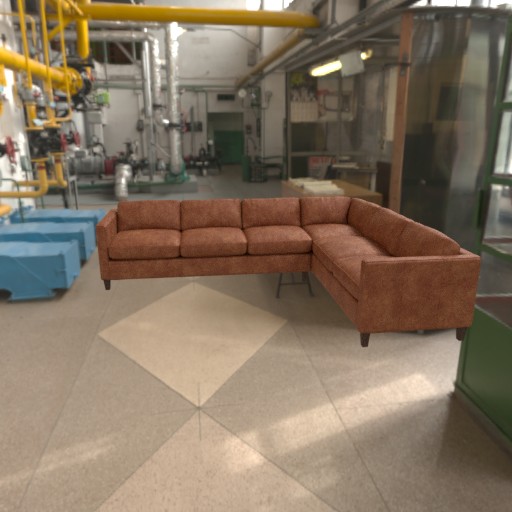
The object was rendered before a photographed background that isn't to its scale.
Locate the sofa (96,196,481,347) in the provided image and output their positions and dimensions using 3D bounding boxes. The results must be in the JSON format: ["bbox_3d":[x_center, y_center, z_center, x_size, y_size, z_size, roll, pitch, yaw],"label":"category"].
[{"bbox_3d":[0.000,0.000,4.386,3.167,0.838,2.438,-2,17,-7],"label":"sofa"}]
